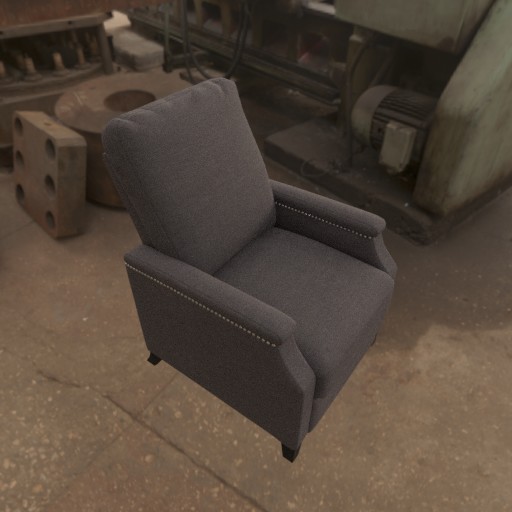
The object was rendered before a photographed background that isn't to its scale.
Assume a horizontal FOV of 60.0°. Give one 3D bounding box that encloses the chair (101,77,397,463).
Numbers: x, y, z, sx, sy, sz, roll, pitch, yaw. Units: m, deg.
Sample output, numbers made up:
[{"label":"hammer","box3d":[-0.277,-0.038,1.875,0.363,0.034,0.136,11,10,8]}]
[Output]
[{"label":"chair","box3d":[0.000,0.000,1.641,0.922,1.049,0.710,25,46,27]}]
